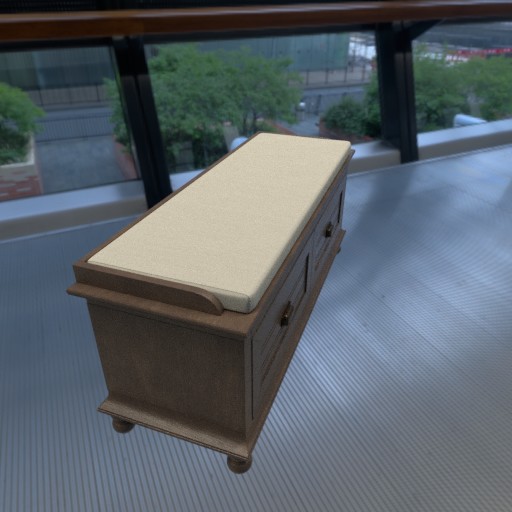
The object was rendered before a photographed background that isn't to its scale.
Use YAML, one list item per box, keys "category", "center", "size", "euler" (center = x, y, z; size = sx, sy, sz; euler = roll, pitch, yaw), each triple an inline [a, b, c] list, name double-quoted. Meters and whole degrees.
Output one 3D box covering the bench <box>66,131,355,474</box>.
- category: "bench"
  center: [0.000, 0.000, 1.438]
  size: [0.402, 0.501, 1.185]
  euler: [11, 32, 17]
